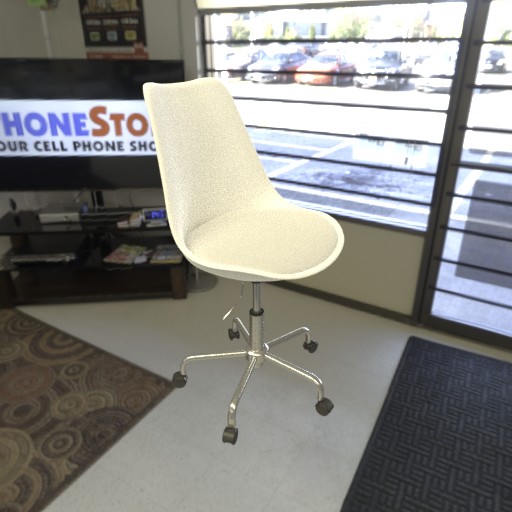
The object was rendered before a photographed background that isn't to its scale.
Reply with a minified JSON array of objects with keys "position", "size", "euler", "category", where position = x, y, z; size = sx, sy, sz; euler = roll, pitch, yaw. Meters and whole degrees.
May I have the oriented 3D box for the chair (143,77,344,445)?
[{"position":[0.000,0.000,1.283],"size":[0.550,0.930,0.550],"euler":[16,30,30],"category":"chair"}]
